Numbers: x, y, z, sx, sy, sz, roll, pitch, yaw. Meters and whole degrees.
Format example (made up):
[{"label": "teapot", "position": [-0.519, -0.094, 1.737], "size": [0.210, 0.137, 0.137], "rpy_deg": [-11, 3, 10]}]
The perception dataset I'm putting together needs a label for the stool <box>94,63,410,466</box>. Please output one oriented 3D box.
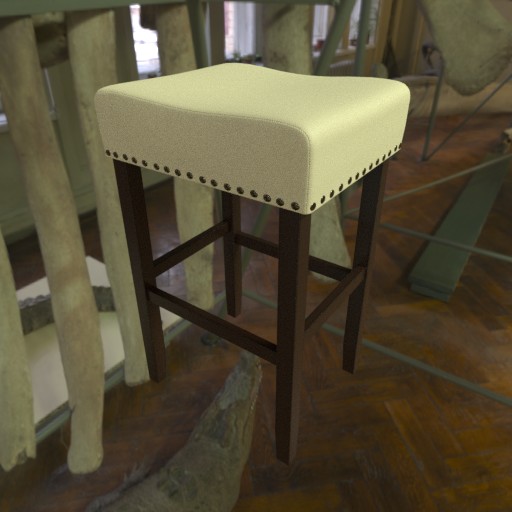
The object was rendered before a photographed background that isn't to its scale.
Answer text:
[{"label": "stool", "position": [0.000, 0.000, 1.028], "size": [0.471, 0.762, 0.401], "rpy_deg": [20, 37, 30]}]
